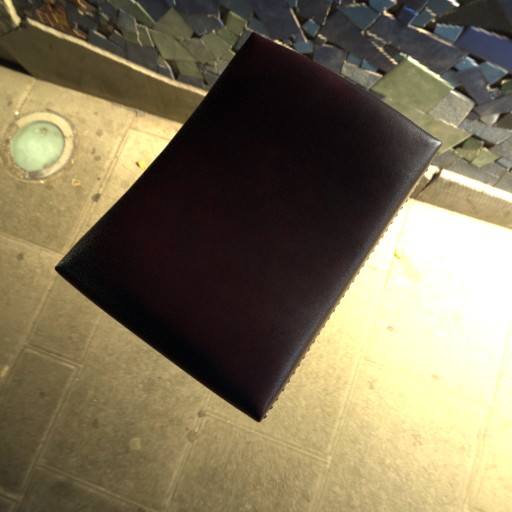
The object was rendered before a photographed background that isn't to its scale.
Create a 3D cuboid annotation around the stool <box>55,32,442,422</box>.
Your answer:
[{"bbox_3d":[0.000,0.000,0.938,0.372,0.657,0.504,34,77,9],"label":"stool"}]
